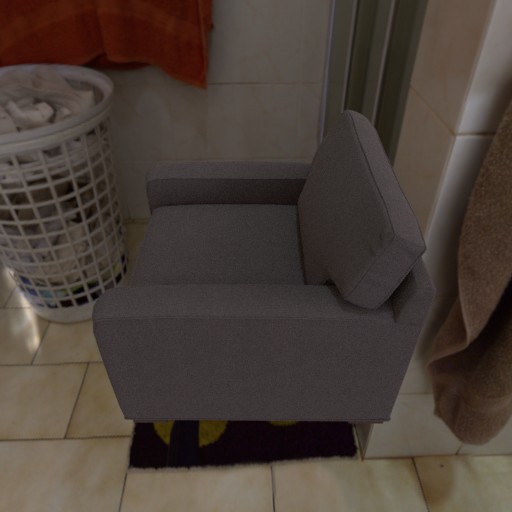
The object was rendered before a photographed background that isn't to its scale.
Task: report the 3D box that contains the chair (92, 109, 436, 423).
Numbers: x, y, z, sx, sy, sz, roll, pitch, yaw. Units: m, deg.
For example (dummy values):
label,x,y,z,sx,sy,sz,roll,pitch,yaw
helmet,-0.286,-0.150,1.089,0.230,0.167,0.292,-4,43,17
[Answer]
label,x,y,z,sx,sy,sz,roll,pitch,yaw
chair,0.000,0.000,1.818,1.043,0.913,0.997,0,40,0
